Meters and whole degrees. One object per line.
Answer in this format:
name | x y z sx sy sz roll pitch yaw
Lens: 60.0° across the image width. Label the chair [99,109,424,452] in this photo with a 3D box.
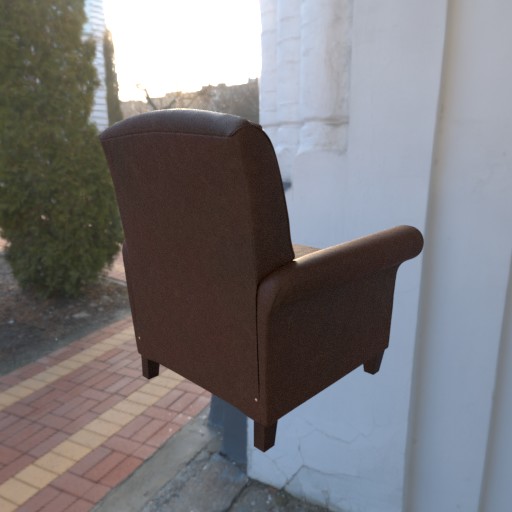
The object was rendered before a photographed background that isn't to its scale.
chair | 0.000 0.000 1.763 0.978 1.061 0.902 13 19 42
